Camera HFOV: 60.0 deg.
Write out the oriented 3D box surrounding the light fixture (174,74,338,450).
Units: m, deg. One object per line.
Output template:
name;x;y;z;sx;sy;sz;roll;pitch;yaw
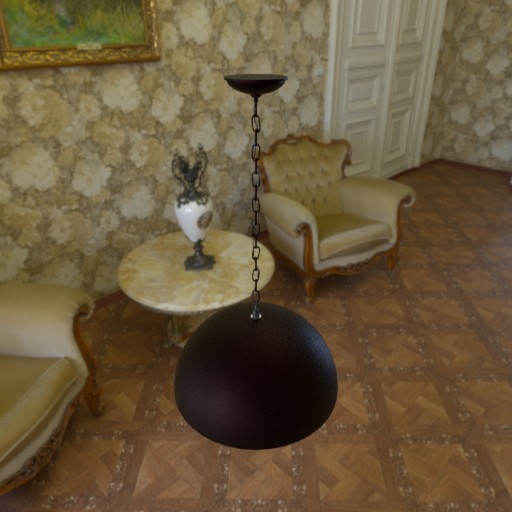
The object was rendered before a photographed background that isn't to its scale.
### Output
light fixture;0.000;0.000;1.155;0.492;0.869;0.492;0;27;0
